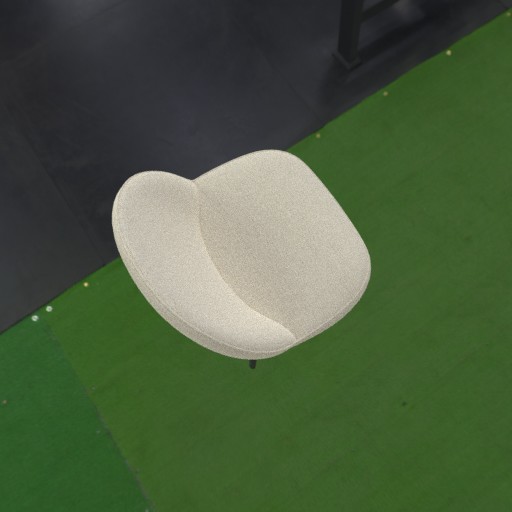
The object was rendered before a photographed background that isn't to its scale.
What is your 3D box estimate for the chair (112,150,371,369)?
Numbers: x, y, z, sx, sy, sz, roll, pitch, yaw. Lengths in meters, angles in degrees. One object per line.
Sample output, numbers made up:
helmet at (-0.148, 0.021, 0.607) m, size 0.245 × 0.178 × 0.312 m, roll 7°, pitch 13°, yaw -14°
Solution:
chair at (0.000, 0.000, 1.208) m, size 0.540 × 0.838 × 0.532 m, roll -32°, pitch 77°, yaw -8°
